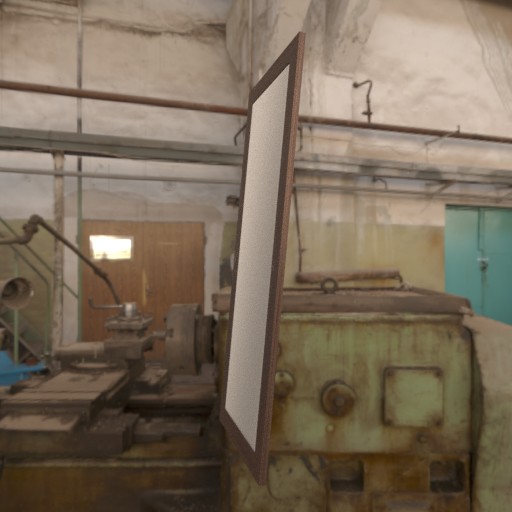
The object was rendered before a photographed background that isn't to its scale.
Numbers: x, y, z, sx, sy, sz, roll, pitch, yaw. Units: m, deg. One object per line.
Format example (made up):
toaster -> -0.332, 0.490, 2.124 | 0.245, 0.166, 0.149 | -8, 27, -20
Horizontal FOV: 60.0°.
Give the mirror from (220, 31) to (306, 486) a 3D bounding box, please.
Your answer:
mirror -> 0.000, 0.000, 2.359 | 0.221, 2.020, 0.812 | 0, 0, -17
